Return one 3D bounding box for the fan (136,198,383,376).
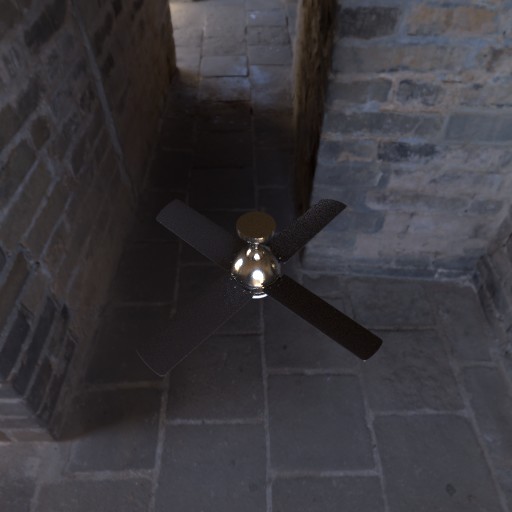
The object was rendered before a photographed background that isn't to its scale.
[{"bbox_3d":[0.000,0.000,2.048,1.332,0.403,1.332,34,56,26],"label":"fan"}]
